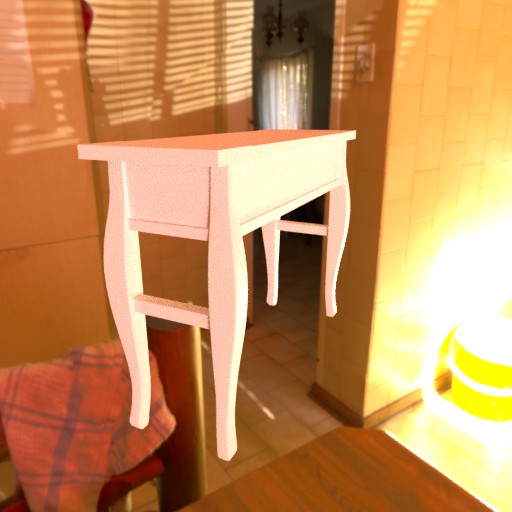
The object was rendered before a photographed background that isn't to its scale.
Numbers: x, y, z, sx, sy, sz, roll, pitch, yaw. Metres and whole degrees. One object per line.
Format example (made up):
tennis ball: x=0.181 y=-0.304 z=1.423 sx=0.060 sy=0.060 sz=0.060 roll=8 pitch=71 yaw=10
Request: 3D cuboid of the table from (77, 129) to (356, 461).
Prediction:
table: x=0.000 y=0.000 z=1.464 sx=0.373 sy=0.768 sz=1.062 roll=8 pitch=20 yaw=24
